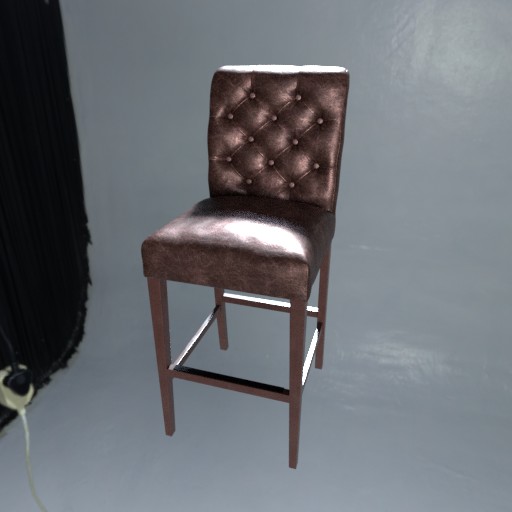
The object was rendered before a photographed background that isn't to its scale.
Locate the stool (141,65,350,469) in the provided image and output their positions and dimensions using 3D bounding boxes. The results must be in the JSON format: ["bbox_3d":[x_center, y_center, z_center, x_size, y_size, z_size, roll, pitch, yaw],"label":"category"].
[{"bbox_3d":[0.000,0.000,1.504,0.483,1.168,0.659,8,26,16],"label":"stool"}]
